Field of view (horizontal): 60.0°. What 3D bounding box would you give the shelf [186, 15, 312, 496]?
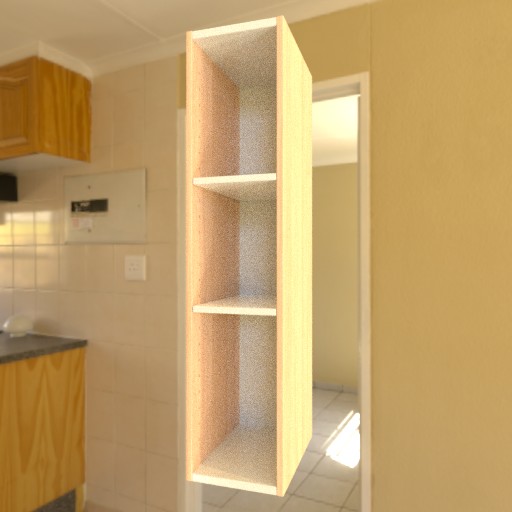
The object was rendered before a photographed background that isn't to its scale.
[{"bbox_3d":[0.000,0.000,0.979,0.197,0.882,0.290,0,0,18],"label":"shelf"}]
